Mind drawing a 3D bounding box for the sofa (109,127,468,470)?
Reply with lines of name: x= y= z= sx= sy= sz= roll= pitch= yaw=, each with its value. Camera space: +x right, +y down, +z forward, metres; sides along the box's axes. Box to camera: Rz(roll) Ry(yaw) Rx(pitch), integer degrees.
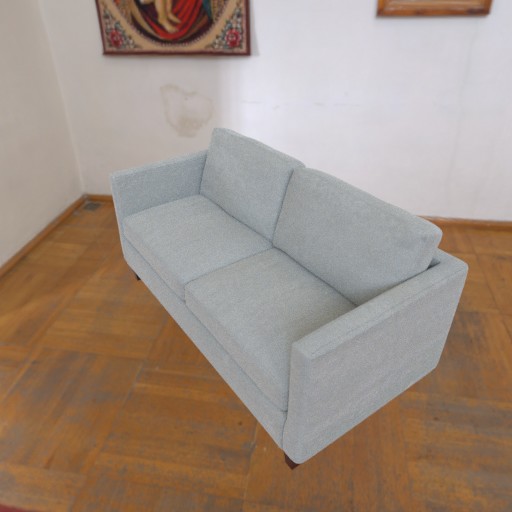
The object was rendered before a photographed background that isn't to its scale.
sofa: x=0.000 y=0.000 z=2.444 sx=0.950 sy=0.963 sz=1.884 roll=-22 pitch=39 yaw=-29
